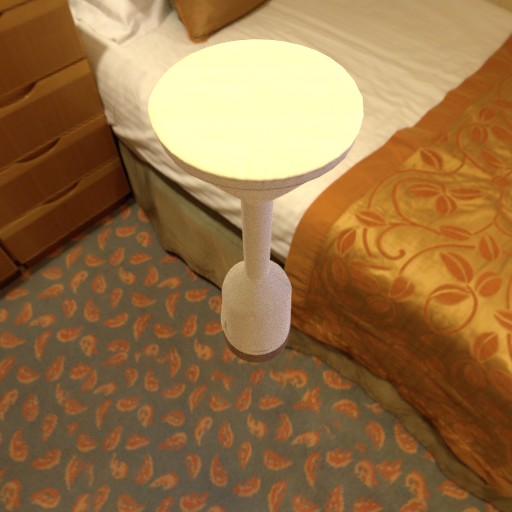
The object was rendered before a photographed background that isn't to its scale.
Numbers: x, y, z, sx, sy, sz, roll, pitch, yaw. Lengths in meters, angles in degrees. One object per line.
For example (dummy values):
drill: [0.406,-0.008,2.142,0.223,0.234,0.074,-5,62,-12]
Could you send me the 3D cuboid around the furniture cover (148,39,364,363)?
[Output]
furniture cover: [0.000,0.000,2.885,0.914,2.413,0.914,-2,57,-1]
